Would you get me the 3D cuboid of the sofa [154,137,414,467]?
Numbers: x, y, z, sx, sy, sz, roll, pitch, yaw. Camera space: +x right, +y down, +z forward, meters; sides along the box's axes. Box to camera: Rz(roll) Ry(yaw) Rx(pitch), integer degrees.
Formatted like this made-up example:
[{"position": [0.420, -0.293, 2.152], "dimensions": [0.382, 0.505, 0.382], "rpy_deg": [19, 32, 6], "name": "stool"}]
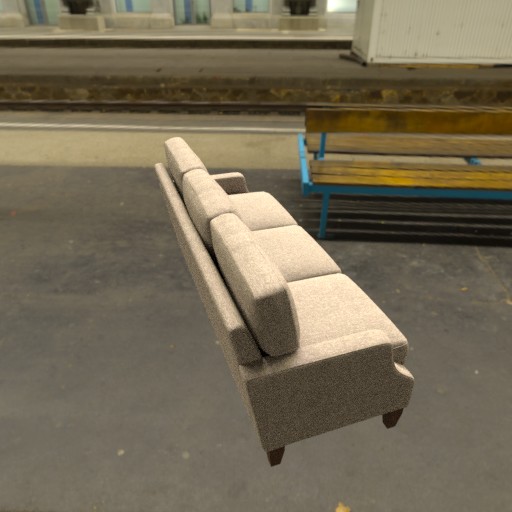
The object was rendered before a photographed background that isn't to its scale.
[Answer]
[{"position": [0.000, 0.000, 2.690], "dimensions": [0.888, 0.984, 2.115], "rpy_deg": [-10, 33, -16], "name": "sofa"}]
